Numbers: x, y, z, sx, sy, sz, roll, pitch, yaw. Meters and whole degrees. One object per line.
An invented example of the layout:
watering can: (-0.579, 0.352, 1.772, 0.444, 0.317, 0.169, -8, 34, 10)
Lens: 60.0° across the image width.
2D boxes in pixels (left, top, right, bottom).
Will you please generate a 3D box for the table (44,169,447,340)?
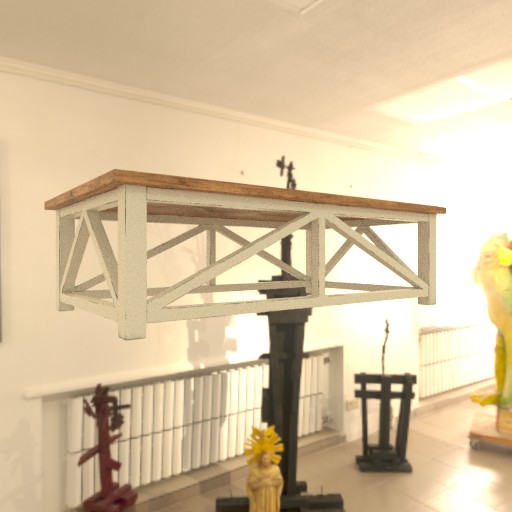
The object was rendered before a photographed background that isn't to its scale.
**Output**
table: (0.000, 0.000, 1.768, 1.400, 0.410, 0.800, 0, 0, -36)
